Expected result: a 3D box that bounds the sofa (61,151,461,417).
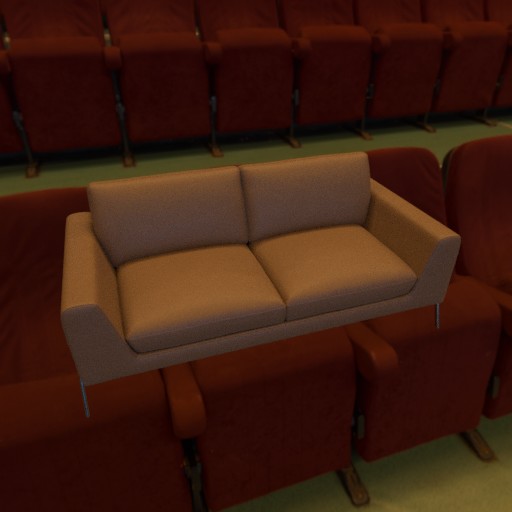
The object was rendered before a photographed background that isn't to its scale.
[{"bbox_3d":[0.000,0.000,2.530,2.017,0.875,0.953,-10,32,-16],"label":"sofa"}]
